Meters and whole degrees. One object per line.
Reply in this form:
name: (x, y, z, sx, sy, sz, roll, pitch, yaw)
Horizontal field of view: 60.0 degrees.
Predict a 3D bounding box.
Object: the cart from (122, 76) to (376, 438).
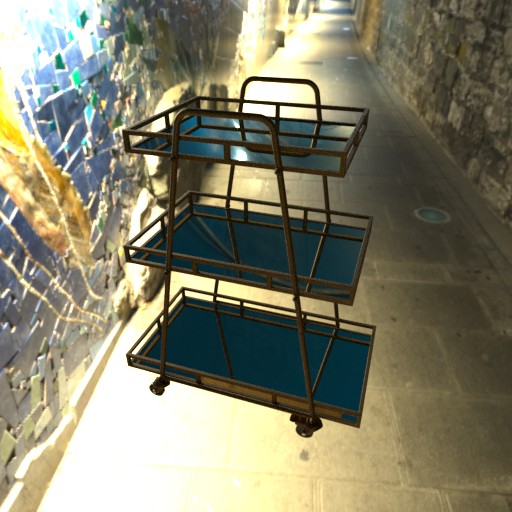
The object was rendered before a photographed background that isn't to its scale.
cart: (0.000, 0.000, 1.246, 0.711, 0.883, 0.441, 10, 33, 16)
